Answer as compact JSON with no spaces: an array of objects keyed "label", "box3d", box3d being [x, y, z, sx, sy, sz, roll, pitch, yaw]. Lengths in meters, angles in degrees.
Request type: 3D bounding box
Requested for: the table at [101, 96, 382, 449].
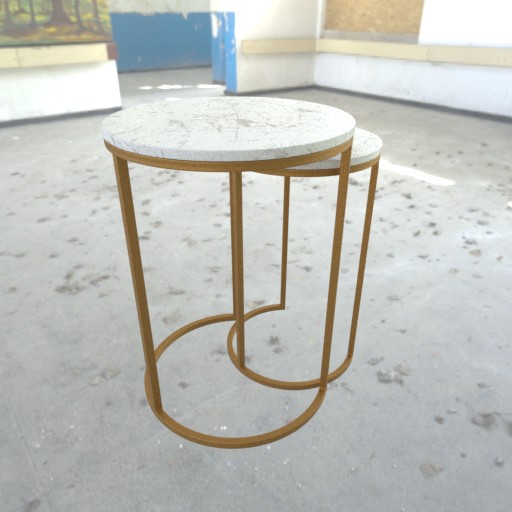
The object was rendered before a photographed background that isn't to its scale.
[{"label":"table","box3d":[0.000,0.000,0.880,0.507,0.550,0.400,-20,35,-32]}]
